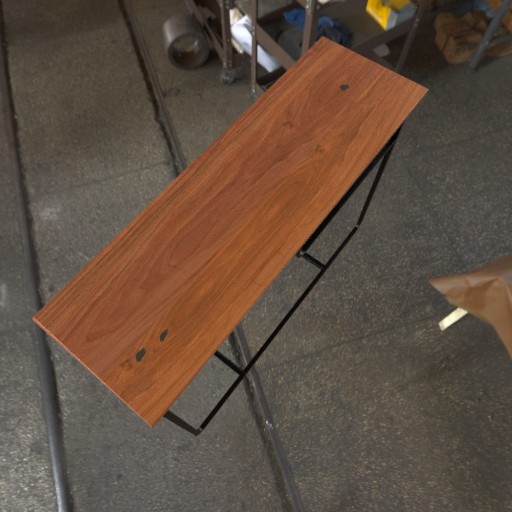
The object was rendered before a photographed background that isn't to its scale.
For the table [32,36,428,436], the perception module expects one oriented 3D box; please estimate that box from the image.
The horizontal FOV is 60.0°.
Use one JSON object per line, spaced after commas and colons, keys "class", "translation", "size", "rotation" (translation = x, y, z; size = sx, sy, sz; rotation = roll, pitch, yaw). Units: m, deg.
{"class": "table", "translation": [0.000, 0.000, 1.413], "size": [0.350, 0.750, 1.100], "rotation": [35, 69, 16]}
